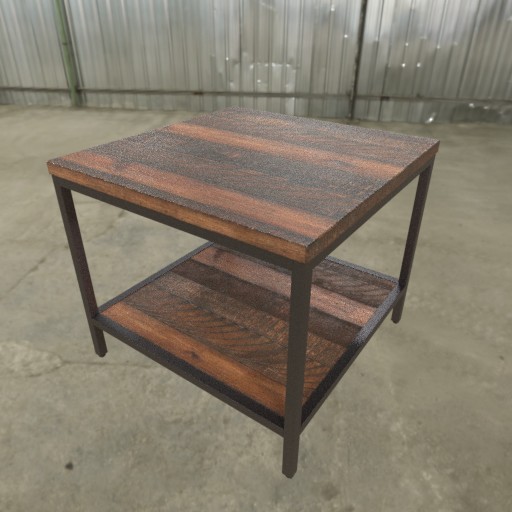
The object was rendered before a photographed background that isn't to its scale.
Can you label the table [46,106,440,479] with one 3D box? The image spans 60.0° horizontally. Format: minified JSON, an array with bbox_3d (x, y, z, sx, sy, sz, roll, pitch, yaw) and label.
[{"bbox_3d":[0.000,0.000,0.987,0.548,0.482,0.553,20,36,30],"label":"table"}]
